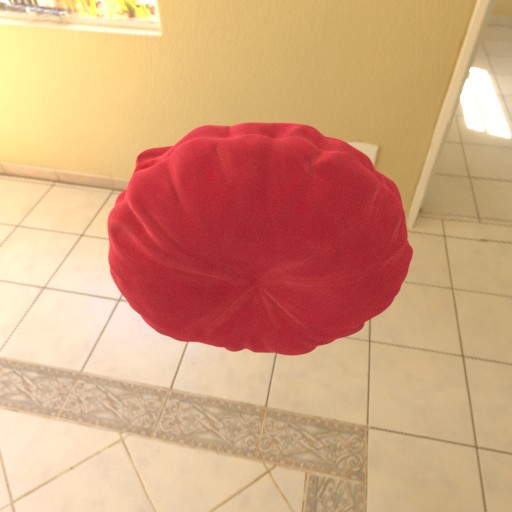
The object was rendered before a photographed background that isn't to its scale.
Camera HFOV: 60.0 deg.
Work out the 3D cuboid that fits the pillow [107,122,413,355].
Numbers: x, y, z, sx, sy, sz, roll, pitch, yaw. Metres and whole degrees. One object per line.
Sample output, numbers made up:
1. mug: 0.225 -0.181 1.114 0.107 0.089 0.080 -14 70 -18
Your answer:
1. pillow: 0.000 0.000 0.634 0.428 0.407 0.148 1 46 1
